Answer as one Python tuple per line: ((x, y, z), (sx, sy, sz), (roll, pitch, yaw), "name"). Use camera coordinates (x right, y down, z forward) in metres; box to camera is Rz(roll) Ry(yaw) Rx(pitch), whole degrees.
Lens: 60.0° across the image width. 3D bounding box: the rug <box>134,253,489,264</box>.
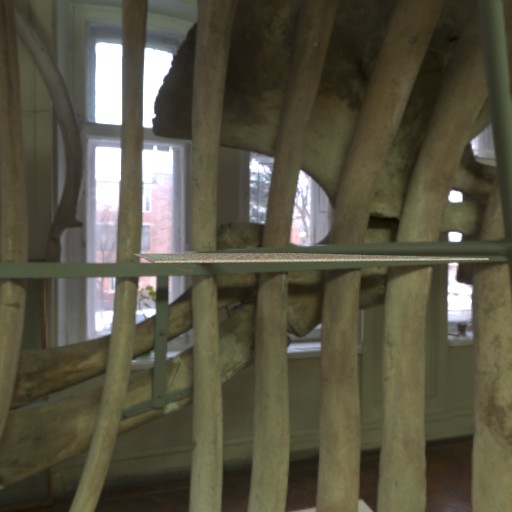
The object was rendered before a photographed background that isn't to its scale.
((0.000, 0.000, 3.001), (1.533, 0.011, 2.439), (0, 1, -17), "rug")
